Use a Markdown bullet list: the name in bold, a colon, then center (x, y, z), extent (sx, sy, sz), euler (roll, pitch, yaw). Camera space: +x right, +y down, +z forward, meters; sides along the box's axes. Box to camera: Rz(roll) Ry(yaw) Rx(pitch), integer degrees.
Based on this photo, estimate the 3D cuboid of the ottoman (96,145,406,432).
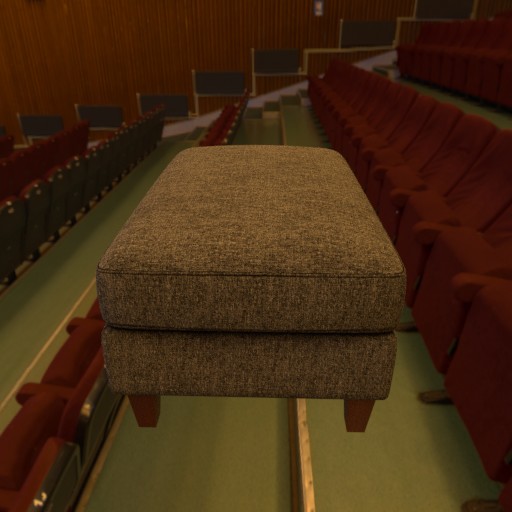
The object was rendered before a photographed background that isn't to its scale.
- **ottoman**: center (0.000, 0.000, 1.228), extent (0.584, 0.483, 0.864), euler (1, 27, 1)
